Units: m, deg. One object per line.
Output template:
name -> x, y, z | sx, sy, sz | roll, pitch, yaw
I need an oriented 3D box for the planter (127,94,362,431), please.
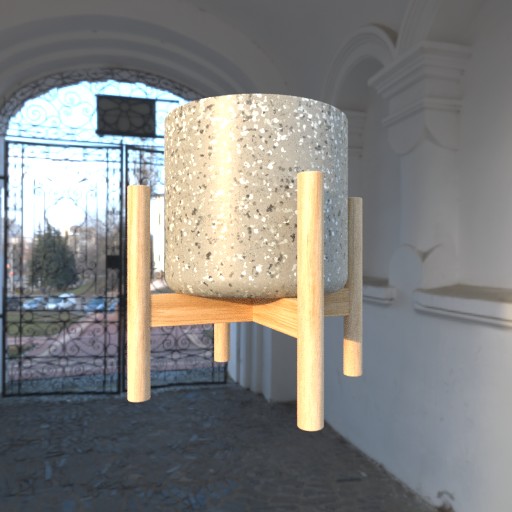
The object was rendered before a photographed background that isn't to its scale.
planter -> 0.000, 0.000, 0.548 | 0.284, 0.320, 0.284 | 0, 0, 1
